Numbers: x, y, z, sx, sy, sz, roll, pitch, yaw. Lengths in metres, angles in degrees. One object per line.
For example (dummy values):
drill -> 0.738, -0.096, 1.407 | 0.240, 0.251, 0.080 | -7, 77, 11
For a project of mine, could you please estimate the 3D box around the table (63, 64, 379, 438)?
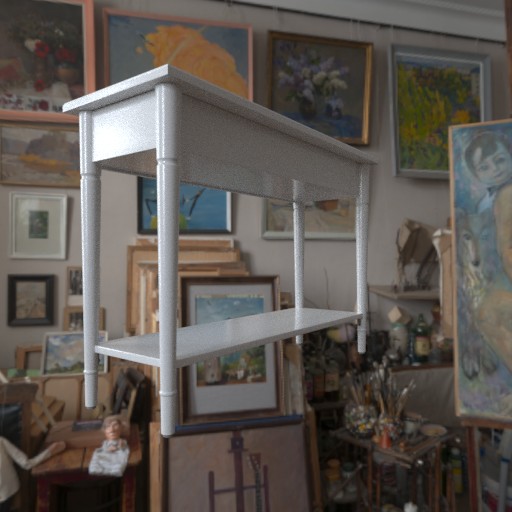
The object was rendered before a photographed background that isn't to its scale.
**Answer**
table -> 0.000, 0.000, 1.397 | 0.381, 0.749, 1.067 | 0, 0, 37
